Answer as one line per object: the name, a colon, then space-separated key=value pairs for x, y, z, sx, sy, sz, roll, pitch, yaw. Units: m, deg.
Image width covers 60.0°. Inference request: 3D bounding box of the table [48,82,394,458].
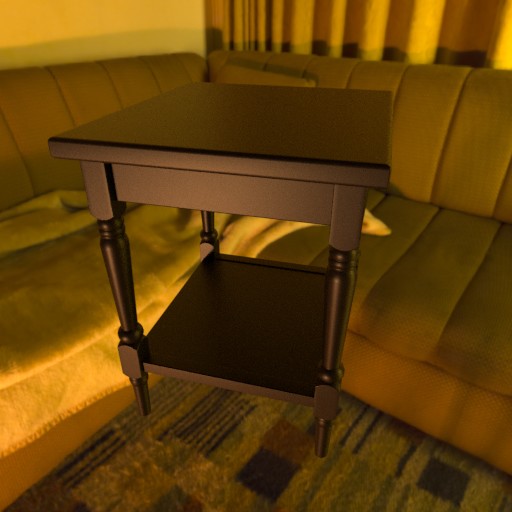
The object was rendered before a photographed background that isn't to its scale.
table: x=0.000 y=0.000 z=0.880 sx=0.442 sy=0.565 sz=0.488 roll=8 pitch=31 yaw=13
